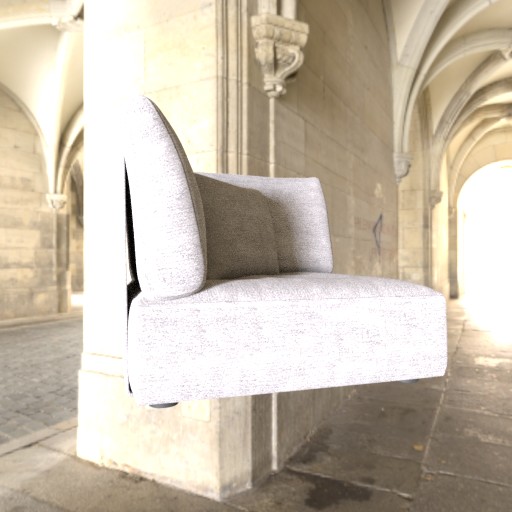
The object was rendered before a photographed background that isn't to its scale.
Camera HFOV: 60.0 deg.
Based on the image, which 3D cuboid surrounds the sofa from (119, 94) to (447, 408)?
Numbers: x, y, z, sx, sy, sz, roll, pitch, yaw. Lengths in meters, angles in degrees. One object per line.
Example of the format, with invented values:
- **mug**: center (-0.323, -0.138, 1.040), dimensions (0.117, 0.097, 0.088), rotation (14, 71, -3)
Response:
- **sofa**: center (0.000, 0.000, 1.701), dimensions (1.000, 0.820, 1.000), rotation (0, 0, -18)
